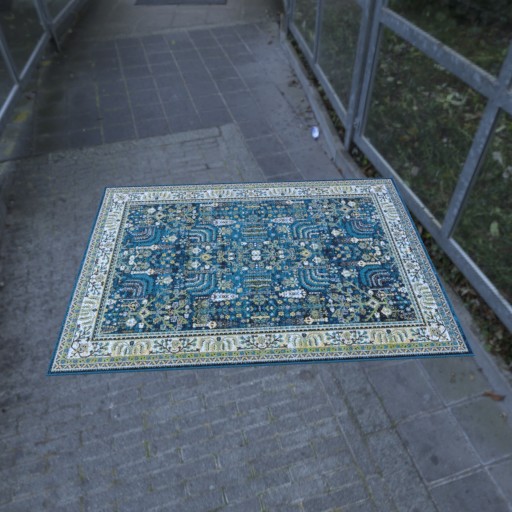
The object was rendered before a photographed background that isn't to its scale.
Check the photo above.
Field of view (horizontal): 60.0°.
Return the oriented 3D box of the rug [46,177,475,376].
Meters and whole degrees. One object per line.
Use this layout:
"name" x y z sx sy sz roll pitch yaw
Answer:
"rug" 0.000 0.000 2.841 2.213 0.013 1.594 -2 45 -2
